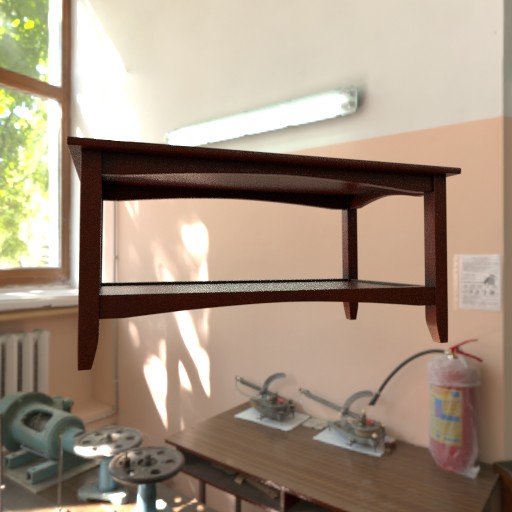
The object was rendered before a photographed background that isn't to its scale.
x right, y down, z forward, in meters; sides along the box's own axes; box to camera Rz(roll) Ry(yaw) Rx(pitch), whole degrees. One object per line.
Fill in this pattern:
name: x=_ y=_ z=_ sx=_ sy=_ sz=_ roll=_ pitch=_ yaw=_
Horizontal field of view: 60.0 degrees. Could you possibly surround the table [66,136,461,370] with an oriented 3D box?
table: x=0.000 y=0.000 z=1.246 sx=0.943 sy=0.456 sz=0.533 roll=0 pitch=0 yaw=-19
